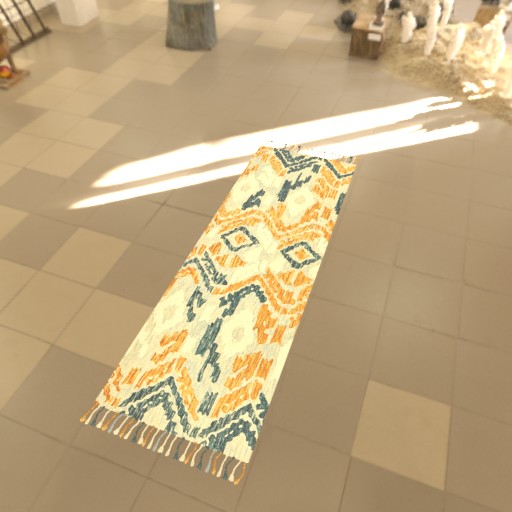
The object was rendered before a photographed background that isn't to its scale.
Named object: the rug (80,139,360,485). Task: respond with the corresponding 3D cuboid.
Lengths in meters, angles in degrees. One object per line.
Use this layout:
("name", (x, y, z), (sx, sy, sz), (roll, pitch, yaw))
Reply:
("rug", (0.000, 0.000, 2.660), (0.783, 0.010, 2.437), (15, 49, 14))
